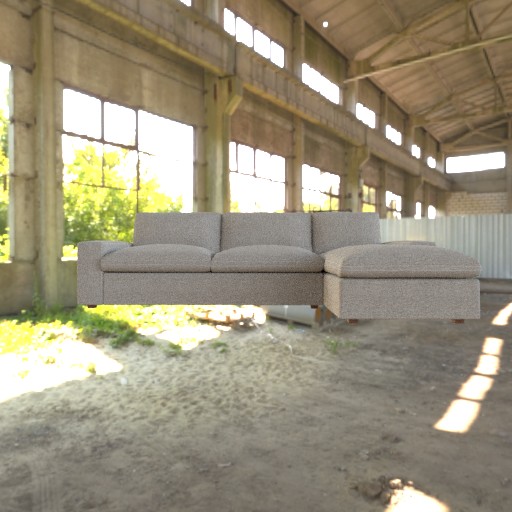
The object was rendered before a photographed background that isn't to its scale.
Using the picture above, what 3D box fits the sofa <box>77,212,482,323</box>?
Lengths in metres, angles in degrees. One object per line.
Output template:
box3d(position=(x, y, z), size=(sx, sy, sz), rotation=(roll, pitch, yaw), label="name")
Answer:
box3d(position=(0.000, 0.000, 3.478), size=(2.718, 0.813, 1.689), rotation=(0, 1, 1), label="sofa")
